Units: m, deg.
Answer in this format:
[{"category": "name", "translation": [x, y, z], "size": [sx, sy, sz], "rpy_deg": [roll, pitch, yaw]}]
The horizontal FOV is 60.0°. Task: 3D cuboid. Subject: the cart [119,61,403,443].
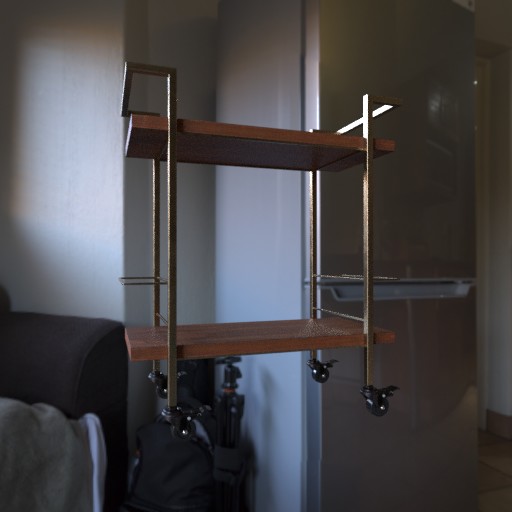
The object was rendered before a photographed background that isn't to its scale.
[{"category": "cart", "translation": [0.000, 0.000, 1.185], "size": [0.695, 0.807, 0.364], "rpy_deg": [0, 0, -19]}]
